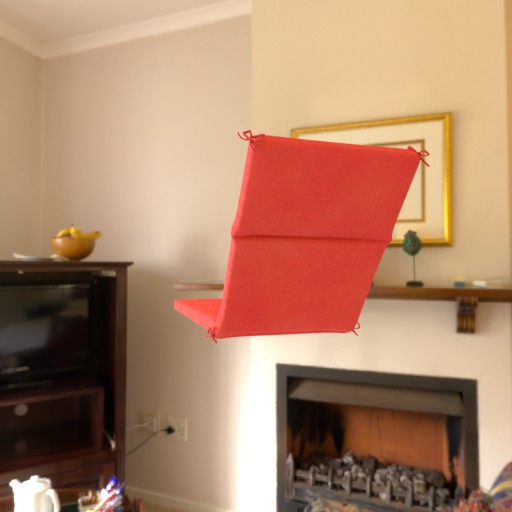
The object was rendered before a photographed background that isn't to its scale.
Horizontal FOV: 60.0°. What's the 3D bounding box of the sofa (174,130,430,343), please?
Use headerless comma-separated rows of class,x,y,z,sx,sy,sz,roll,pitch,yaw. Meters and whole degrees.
sofa,0.000,0.000,1.977,0.582,0.622,1.663,1,-2,-18
